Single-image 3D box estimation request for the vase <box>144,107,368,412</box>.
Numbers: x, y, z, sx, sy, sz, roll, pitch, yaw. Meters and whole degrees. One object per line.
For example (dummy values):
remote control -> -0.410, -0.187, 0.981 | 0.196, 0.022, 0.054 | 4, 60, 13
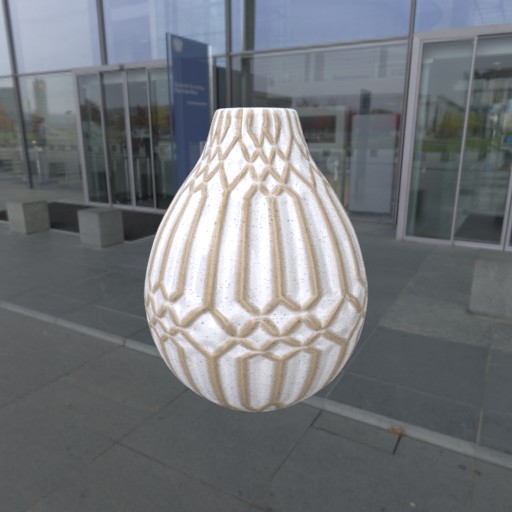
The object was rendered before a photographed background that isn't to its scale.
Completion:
vase -> 0.000, 0.000, 0.319 | 0.159, 0.200, 0.159 | 0, 16, 0
